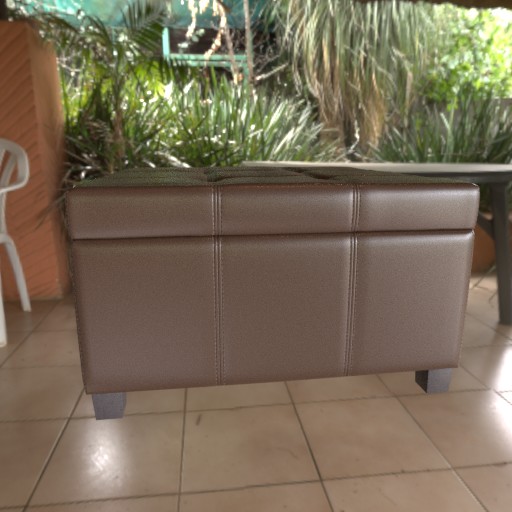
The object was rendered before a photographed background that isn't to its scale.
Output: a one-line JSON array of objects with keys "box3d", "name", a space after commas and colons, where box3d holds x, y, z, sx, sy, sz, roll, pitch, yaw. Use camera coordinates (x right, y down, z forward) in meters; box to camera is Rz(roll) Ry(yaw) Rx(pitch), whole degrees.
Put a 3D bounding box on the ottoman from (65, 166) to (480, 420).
[{"box3d": [0.000, 0.000, 1.224, 0.787, 0.460, 0.788, -2, 14, -8], "name": "ottoman"}]
